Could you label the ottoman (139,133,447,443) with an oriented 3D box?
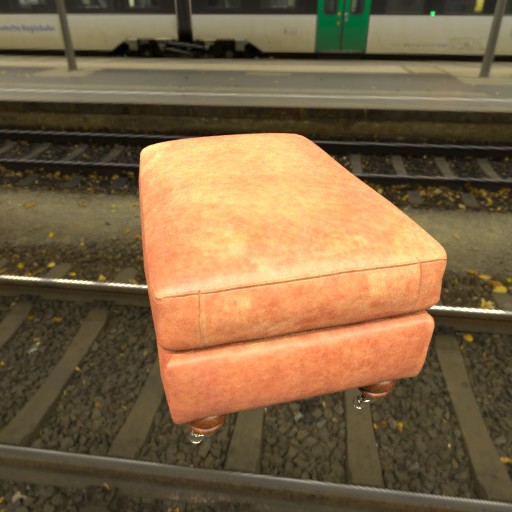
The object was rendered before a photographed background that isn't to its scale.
[{"bbox_3d":[0.000,0.000,1.183,0.565,0.507,0.852,-7,31,-12],"label":"ottoman"}]
